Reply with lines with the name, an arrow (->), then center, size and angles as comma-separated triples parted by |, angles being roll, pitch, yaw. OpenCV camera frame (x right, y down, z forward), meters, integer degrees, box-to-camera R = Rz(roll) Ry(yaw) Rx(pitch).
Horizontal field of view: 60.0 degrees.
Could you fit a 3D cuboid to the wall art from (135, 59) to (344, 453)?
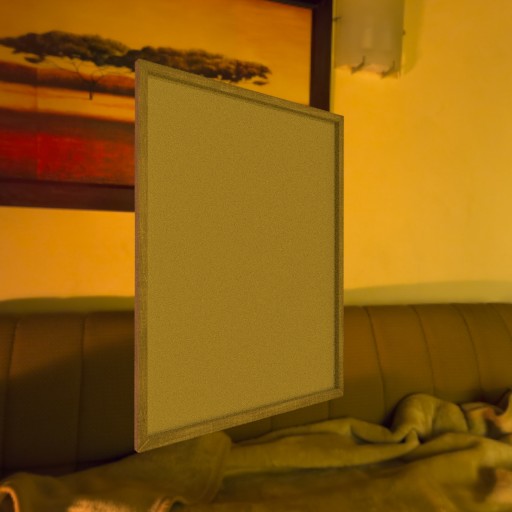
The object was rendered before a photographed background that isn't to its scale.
wall art -> 0.000, 0.000, 1.394 | 0.781, 1.022, 0.035 | 0, 0, -37
